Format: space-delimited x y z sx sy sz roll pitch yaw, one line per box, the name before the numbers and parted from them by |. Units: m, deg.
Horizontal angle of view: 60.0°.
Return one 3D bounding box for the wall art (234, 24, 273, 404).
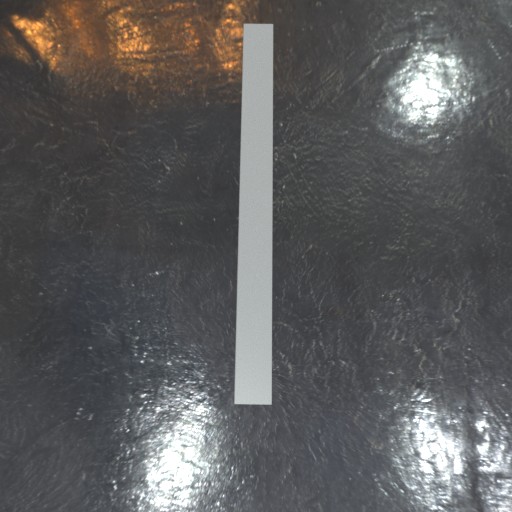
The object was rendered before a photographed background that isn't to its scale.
wall art | 0.000 0.000 0.763 0.037 0.554 0.453 1 75 0
